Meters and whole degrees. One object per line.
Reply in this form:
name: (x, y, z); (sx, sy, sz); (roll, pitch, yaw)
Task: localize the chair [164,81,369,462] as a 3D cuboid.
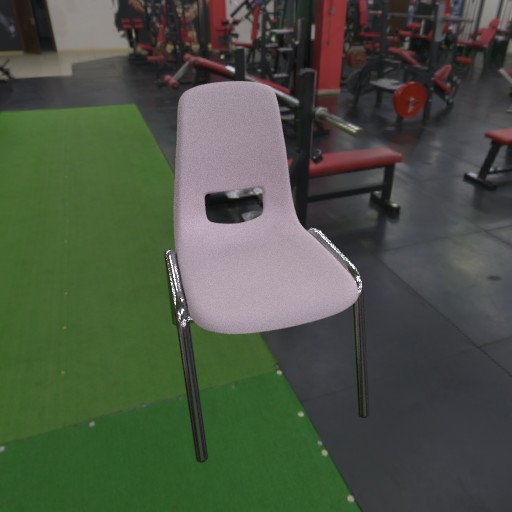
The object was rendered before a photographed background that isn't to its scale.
chair: (0.000, 0.000, 0.872); (0.354, 0.586, 0.423); (-9, 32, -15)
